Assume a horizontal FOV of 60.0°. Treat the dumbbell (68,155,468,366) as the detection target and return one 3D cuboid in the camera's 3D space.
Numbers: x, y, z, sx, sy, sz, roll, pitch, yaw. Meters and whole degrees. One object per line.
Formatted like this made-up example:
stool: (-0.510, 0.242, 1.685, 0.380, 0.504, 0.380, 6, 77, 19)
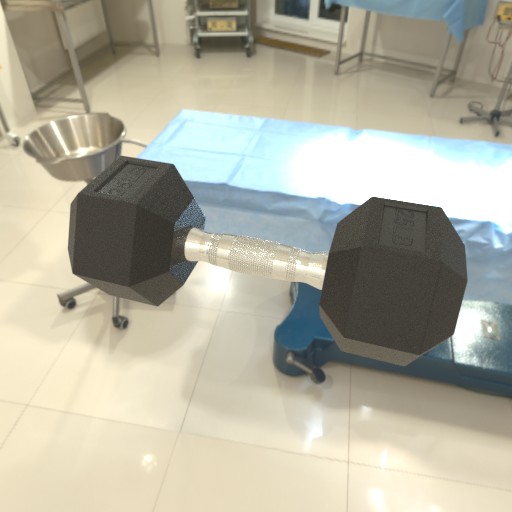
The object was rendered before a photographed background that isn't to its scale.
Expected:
dumbbell: (0.000, 0.000, 0.374, 0.315, 0.113, 0.129, 11, 42, 13)
